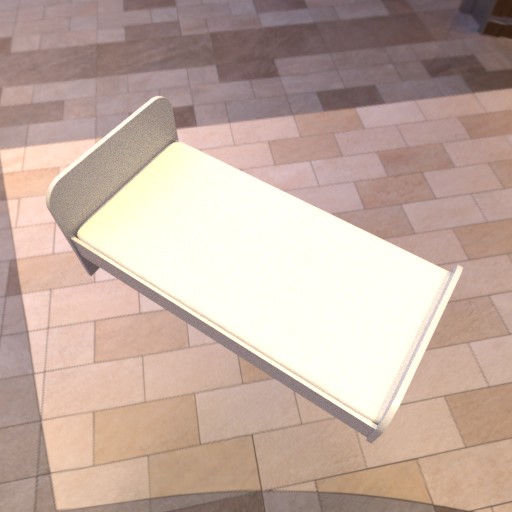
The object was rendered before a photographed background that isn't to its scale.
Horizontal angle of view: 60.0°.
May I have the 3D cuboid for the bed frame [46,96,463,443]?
[{"bbox_3d":[0.000,0.000,2.487,1.963,0.805,0.998,29,61,17],"label":"bed frame"}]
